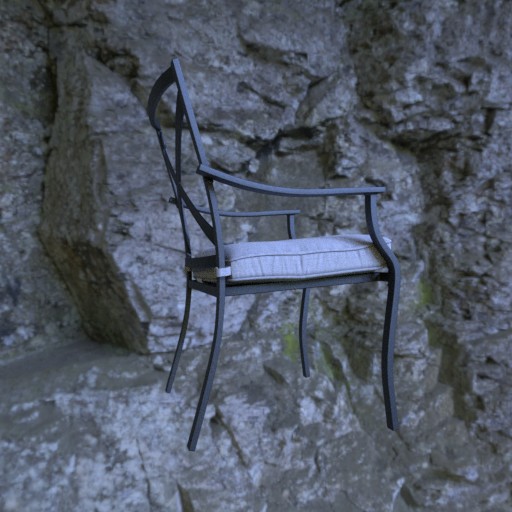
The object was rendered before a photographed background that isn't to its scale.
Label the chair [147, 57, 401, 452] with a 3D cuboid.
[{"bbox_3d":[0.000,0.000,1.304,0.620,0.889,0.575,0,-1,-18],"label":"chair"}]
